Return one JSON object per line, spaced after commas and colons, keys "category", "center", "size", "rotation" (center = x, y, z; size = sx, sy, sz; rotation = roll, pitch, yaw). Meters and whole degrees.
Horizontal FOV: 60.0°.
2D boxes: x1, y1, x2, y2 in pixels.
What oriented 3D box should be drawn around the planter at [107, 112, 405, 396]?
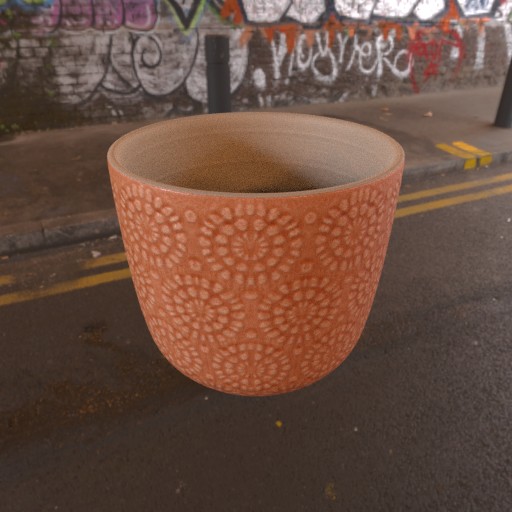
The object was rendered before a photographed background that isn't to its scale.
{"category": "planter", "center": [0.000, 0.000, 0.368], "size": [0.208, 0.190, 0.208], "rotation": [0, 30, 0]}
